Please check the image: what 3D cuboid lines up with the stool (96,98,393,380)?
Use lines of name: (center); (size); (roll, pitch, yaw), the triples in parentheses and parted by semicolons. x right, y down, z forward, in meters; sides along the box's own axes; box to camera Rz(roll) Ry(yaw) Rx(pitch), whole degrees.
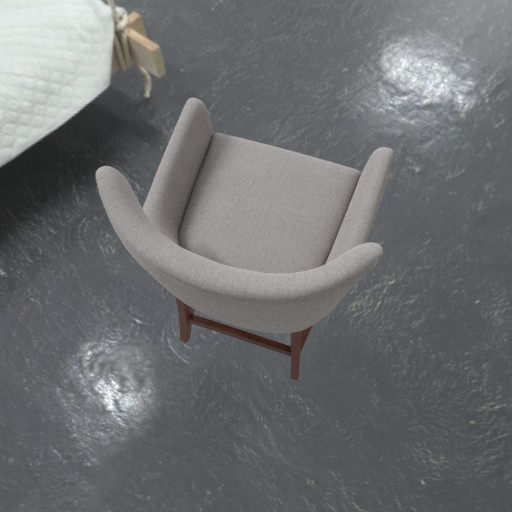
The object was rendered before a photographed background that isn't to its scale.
stool: (0.000, 0.000, 1.295); (0.575, 0.951, 0.575); (17, 66, 8)
